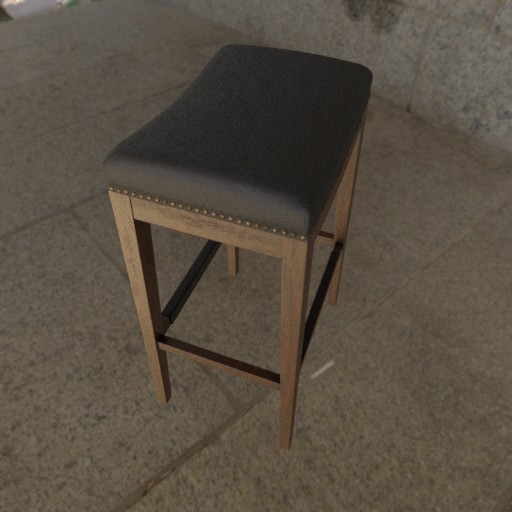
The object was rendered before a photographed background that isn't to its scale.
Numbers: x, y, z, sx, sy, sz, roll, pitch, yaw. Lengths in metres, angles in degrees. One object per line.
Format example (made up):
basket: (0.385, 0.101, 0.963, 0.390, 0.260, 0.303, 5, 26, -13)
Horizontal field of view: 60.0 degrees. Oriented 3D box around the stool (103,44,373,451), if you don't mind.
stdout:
stool: (0.000, 0.000, 1.011, 0.361, 0.765, 0.500, 15, 49, 14)
